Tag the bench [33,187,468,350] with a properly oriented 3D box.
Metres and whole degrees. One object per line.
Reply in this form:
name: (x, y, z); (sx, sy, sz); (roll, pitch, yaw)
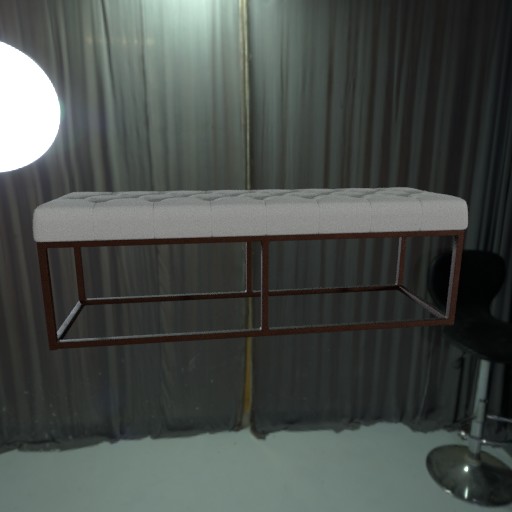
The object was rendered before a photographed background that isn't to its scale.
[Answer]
bench: (0.000, 0.000, 1.742); (1.488, 0.488, 0.479); (-2, 14, -8)
